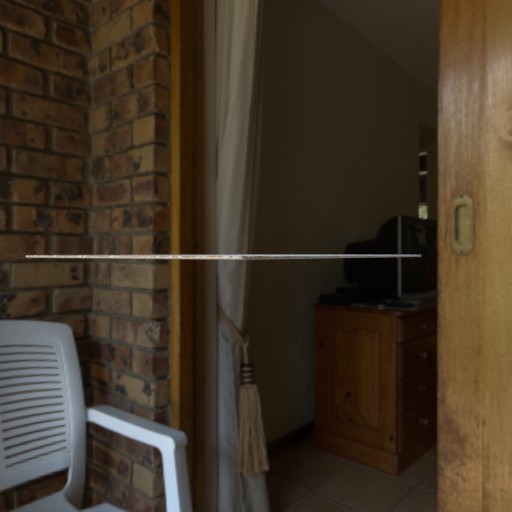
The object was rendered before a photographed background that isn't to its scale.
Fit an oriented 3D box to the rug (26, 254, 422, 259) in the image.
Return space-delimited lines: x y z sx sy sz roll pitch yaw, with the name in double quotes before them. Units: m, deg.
"rug" 0.000 0.000 2.362 1.219 0.011 1.829 0 0 36
